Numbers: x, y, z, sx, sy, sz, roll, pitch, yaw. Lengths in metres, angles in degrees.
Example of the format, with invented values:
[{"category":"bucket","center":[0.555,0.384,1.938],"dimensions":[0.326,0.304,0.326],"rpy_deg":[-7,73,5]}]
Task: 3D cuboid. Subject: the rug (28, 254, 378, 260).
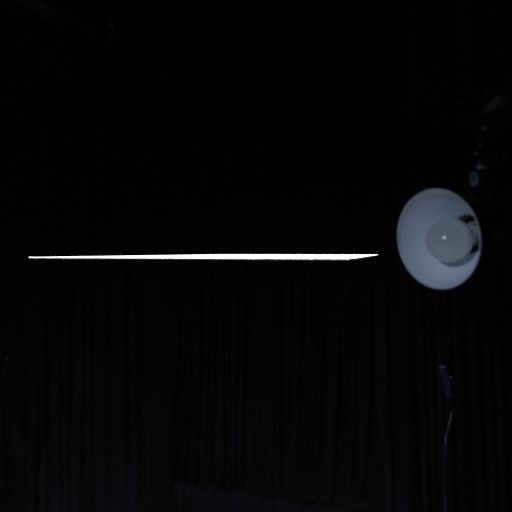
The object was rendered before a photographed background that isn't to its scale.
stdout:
[{"category":"rug","center":[0.000,0.000,3.059],"dimensions":[1.546,0.010,2.442],"rpy_deg":[0,1,18]}]
